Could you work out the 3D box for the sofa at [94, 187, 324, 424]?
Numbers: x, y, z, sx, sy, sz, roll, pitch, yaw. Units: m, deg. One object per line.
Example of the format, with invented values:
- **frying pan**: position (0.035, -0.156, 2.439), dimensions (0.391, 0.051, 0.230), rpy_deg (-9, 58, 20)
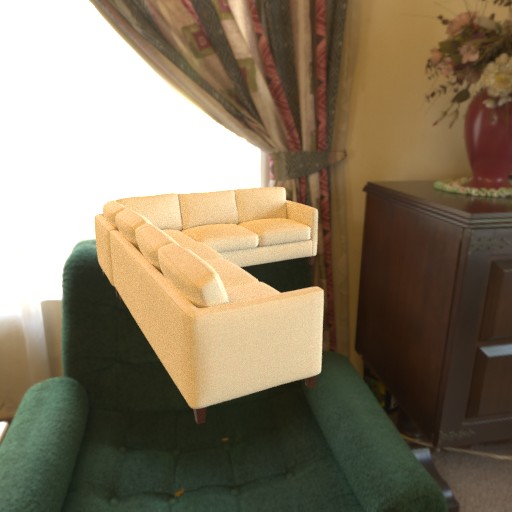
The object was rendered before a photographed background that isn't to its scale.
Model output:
- **sofa**: position (0.000, 0.000, 4.413), dimensions (2.593, 0.947, 3.302), rpy_deg (-8, 18, -27)
